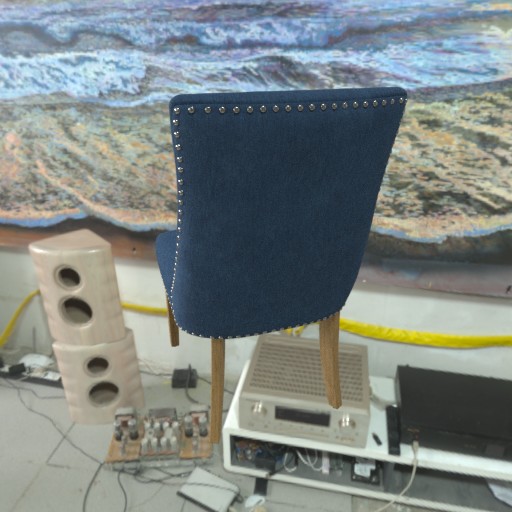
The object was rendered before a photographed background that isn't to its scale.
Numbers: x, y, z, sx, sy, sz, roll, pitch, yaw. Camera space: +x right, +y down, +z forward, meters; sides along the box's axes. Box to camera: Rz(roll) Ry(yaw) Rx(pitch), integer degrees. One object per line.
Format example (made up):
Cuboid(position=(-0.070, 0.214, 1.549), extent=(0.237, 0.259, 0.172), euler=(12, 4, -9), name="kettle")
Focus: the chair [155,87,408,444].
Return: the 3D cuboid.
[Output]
Cuboid(position=(0.000, 0.000, 1.216), extent=(0.495, 0.902, 0.610), euler=(-8, 27, -17), name="chair")
